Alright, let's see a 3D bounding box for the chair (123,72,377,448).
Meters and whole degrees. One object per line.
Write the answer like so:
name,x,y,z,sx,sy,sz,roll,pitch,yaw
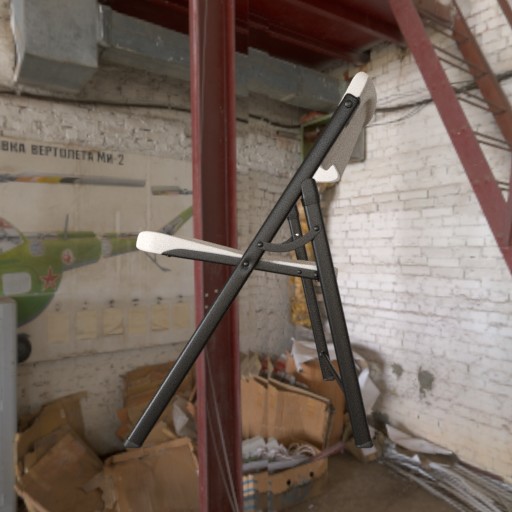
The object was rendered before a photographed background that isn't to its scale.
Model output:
chair,0.000,0.000,1.120,0.577,0.765,0.482,0,1,0
